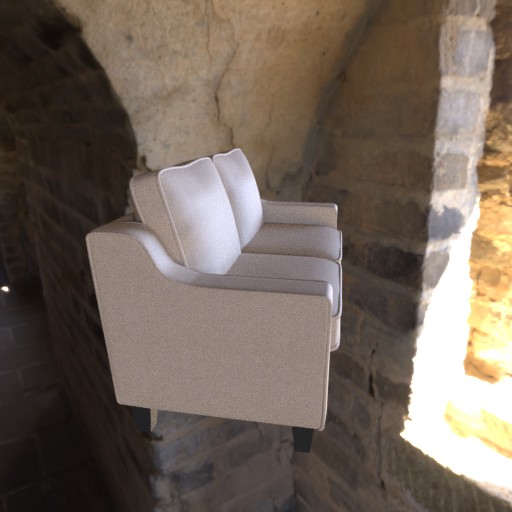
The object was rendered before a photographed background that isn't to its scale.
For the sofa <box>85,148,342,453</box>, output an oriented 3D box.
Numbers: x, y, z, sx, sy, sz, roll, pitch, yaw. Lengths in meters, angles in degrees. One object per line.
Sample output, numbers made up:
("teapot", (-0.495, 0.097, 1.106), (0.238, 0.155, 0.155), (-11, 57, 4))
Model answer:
("sofa", (0.000, 0.000, 3.542), (1.351, 1.562, 2.587), (3, 17, 10))
